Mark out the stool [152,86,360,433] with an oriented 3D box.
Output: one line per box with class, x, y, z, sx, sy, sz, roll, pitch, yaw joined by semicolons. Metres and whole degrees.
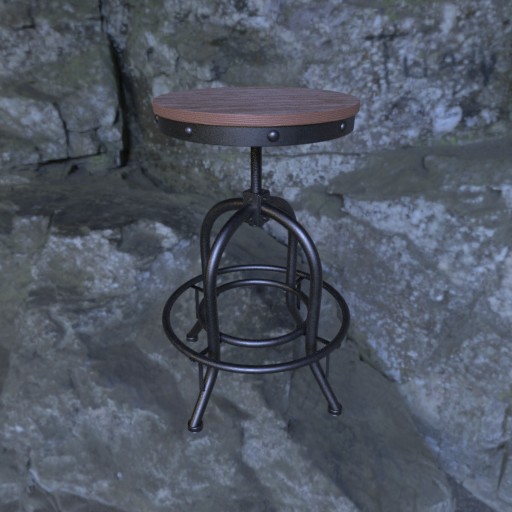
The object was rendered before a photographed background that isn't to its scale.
stool;0.000;0.000;0.897;0.439;0.609;0.439;18;32;32
